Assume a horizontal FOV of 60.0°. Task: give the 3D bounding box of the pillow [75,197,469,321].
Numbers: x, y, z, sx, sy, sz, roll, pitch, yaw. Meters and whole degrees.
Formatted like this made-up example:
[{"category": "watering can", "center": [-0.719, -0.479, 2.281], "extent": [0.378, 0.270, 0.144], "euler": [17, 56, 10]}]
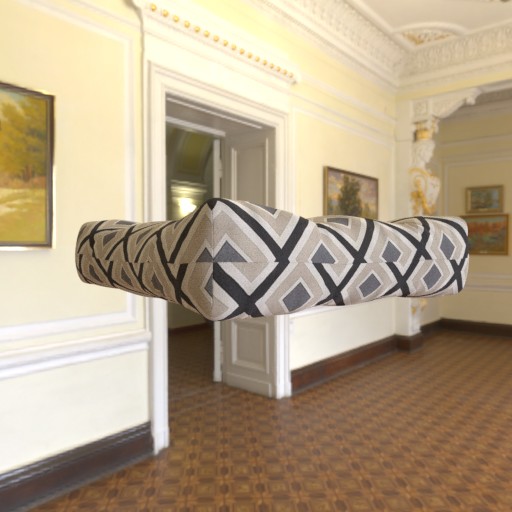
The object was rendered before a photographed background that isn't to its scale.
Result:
[{"category": "pillow", "center": [0.000, 0.000, 0.724], "extent": [0.468, 0.128, 0.490], "euler": [-1, 1, -36]}]
